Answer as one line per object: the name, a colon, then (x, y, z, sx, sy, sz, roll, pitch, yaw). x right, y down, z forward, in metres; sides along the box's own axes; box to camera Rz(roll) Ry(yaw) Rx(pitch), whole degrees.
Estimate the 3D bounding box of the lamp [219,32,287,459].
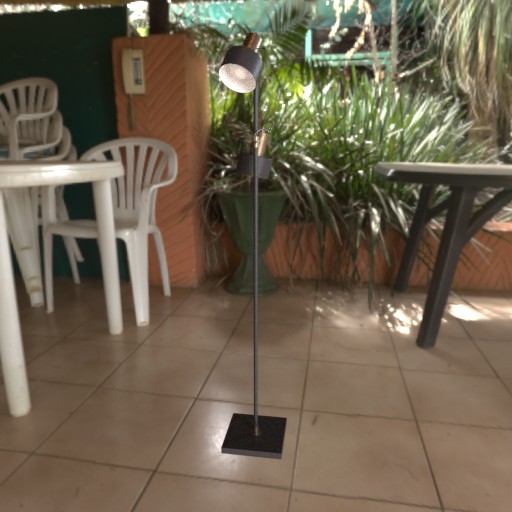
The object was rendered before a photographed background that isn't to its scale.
lamp: (0.000, 0.000, 1.621, 0.233, 1.505, 0.315, 2, 14, 8)
